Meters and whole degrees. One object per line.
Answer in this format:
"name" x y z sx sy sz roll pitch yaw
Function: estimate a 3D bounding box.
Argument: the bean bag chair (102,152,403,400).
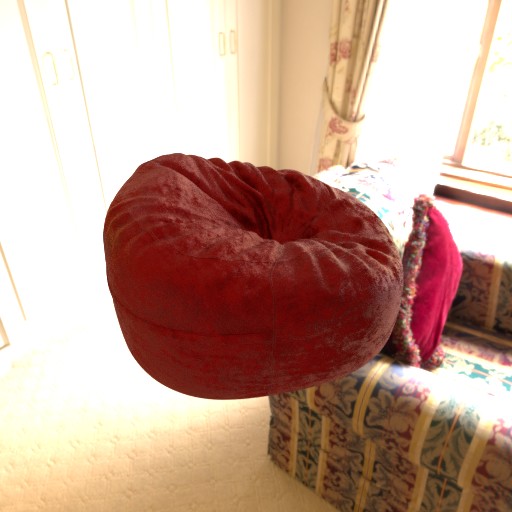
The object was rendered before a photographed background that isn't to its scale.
"bean bag chair" 0.000 0.000 2.391 1.524 0.878 1.524 -1 31 -1
